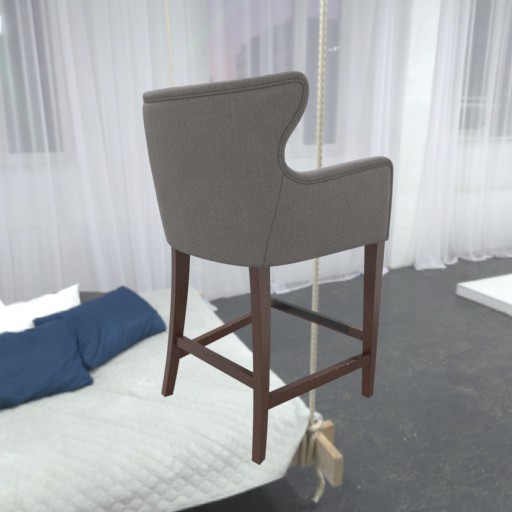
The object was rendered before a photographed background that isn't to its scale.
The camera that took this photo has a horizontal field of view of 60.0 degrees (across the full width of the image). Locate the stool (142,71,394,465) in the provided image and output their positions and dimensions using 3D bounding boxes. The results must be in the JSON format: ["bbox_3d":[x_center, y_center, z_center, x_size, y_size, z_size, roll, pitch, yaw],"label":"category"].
[{"bbox_3d":[0.000,0.000,1.324,0.575,0.951,0.575,-14,20,-42],"label":"stool"}]
